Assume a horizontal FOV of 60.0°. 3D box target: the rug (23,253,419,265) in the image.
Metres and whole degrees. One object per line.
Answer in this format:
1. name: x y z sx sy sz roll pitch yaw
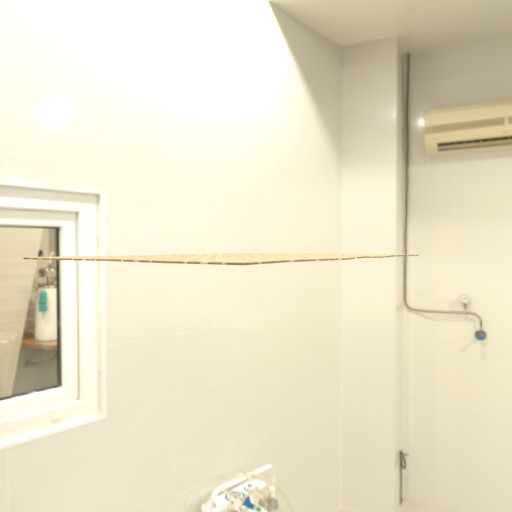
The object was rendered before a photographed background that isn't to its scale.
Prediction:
1. rug: 0.000 0.000 2.231 1.152 0.013 1.761 1 1 35
